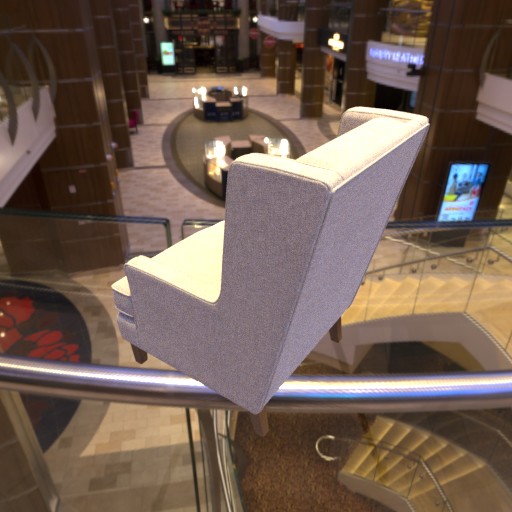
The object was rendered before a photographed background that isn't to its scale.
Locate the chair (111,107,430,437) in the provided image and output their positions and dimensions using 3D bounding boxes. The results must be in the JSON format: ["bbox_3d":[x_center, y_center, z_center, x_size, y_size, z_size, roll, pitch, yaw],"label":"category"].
[{"bbox_3d":[0.000,0.000,1.763,0.948,1.082,0.764,20,36,30],"label":"chair"}]
